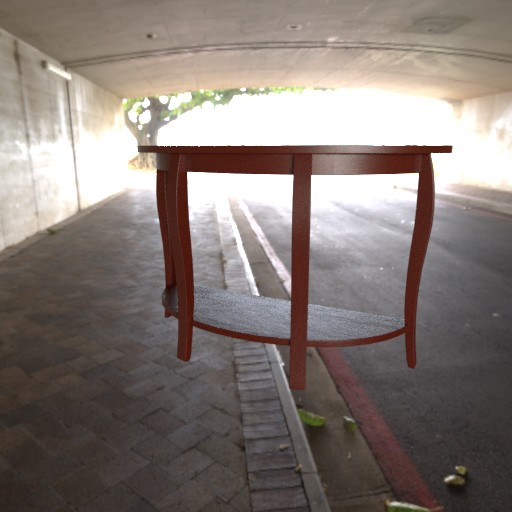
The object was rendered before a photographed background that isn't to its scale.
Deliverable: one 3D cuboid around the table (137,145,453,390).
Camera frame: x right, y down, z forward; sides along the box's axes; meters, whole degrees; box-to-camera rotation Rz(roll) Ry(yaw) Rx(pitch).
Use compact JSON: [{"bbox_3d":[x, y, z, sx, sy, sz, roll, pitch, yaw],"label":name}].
[{"bbox_3d":[0.000,0.000,1.611,1.219,0.779,0.405,7,15,26],"label":"table"}]
